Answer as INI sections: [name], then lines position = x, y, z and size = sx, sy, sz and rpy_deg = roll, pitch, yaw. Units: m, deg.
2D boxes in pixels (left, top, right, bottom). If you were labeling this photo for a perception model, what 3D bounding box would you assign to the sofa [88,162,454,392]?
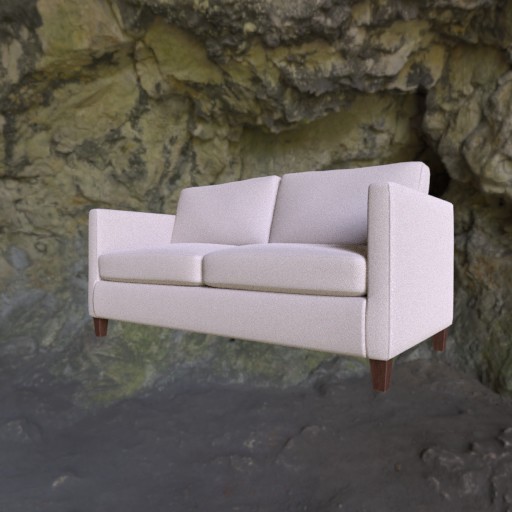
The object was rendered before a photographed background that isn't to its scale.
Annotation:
[sofa]
position = 0.000, 0.000, 2.266
size = 1.722, 0.888, 0.873
rpy_deg = 0, 1, 36
